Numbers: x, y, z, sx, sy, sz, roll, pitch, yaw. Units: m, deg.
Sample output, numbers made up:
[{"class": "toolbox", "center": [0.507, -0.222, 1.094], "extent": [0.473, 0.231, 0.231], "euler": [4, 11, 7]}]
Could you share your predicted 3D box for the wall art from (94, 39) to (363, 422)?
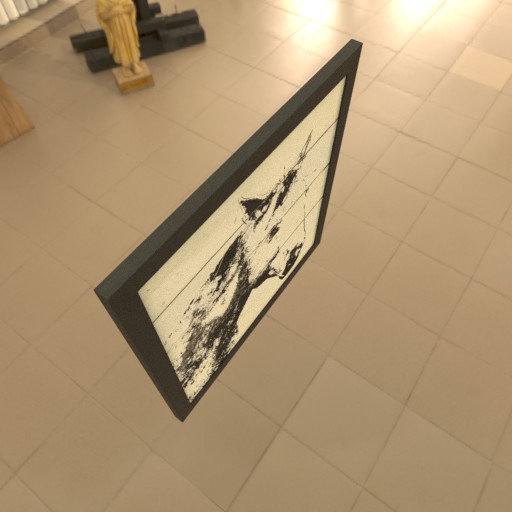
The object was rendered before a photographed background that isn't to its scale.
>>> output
[{"class": "wall art", "center": [0.000, 0.000, 1.486], "extent": [0.038, 1.016, 1.016], "euler": [31, 62, 18]}]
